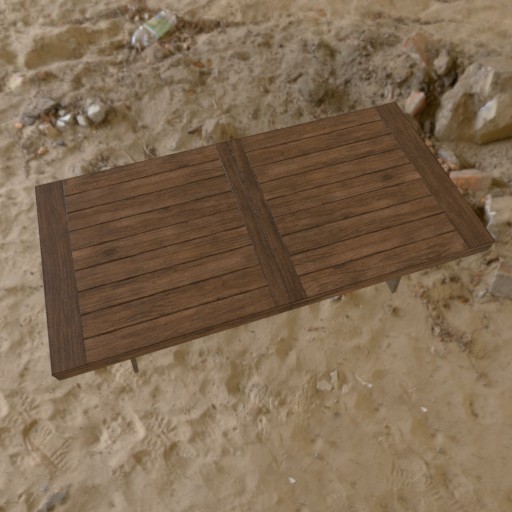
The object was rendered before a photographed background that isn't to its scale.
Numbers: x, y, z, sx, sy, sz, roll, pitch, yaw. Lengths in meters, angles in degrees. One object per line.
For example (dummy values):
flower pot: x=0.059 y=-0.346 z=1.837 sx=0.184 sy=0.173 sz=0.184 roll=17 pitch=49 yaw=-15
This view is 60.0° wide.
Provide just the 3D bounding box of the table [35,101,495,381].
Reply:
table: x=0.000 y=0.000 z=2.312 sx=1.867 sy=0.757 sz=0.931 roll=-16 pitch=60 yaw=-9
